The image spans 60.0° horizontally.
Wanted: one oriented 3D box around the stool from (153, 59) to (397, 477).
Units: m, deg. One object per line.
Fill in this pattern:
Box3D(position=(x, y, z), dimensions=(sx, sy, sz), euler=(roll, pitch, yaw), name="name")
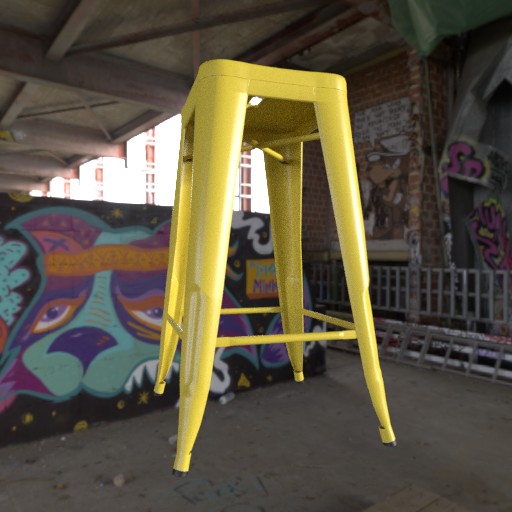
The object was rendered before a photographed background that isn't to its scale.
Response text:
Box3D(position=(0.000, 0.000, 0.844), dimensions=(0.359, 0.609, 0.399), euler=(0, 0, -17), name="stool")
